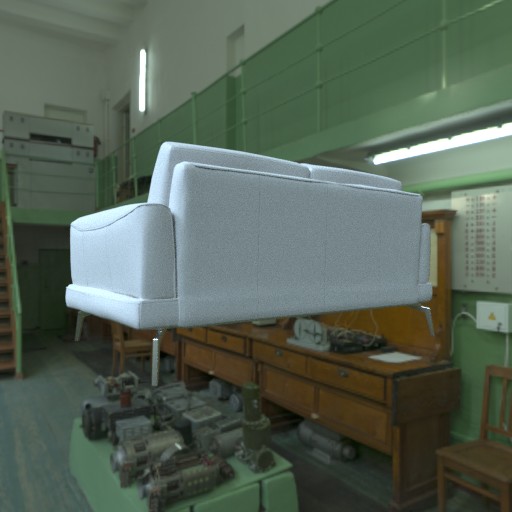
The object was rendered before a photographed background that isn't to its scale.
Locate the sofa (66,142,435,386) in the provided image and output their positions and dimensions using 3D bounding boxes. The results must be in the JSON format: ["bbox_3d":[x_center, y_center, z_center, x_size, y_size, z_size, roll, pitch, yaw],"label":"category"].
[{"bbox_3d":[0.000,0.000,2.481,1.819,0.930,1.121,0,0,-36],"label":"sofa"}]
